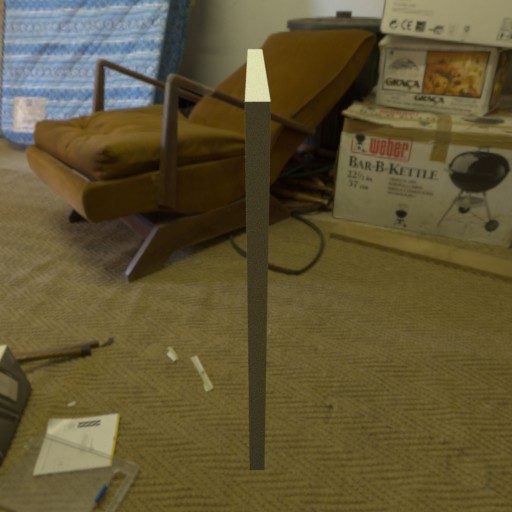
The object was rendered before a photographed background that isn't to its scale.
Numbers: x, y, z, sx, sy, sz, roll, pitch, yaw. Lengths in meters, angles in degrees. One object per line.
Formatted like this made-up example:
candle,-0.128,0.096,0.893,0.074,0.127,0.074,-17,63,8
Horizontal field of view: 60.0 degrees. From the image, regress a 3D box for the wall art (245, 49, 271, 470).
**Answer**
wall art,0.000,0.000,1.158,0.039,0.915,0.612,0,32,0
